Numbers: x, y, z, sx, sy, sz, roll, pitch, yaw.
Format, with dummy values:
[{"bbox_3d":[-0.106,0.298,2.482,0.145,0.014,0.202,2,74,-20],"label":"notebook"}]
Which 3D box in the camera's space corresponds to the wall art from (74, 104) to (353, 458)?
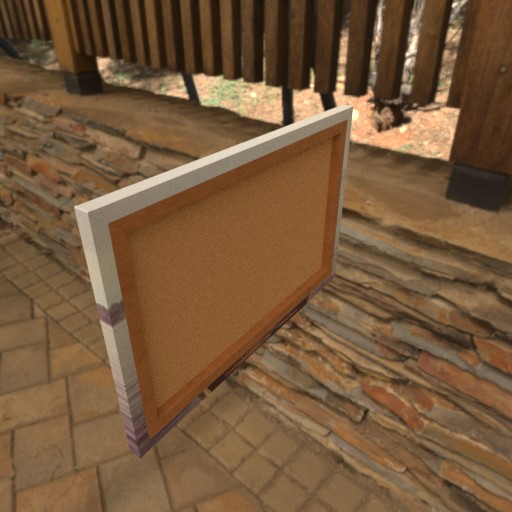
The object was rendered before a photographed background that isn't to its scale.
[{"bbox_3d":[0.000,0.000,1.162,0.037,0.609,0.916,21,37,31],"label":"wall art"}]
